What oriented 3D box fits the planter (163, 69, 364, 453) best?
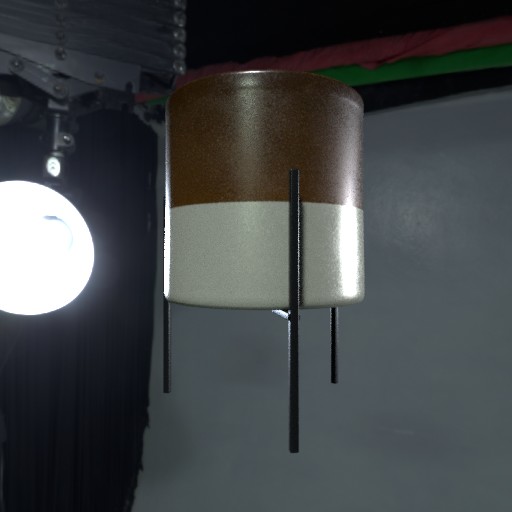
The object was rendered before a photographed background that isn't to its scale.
[{"bbox_3d":[0.000,0.000,0.565,0.269,0.375,0.255,0,0,18],"label":"planter"}]
